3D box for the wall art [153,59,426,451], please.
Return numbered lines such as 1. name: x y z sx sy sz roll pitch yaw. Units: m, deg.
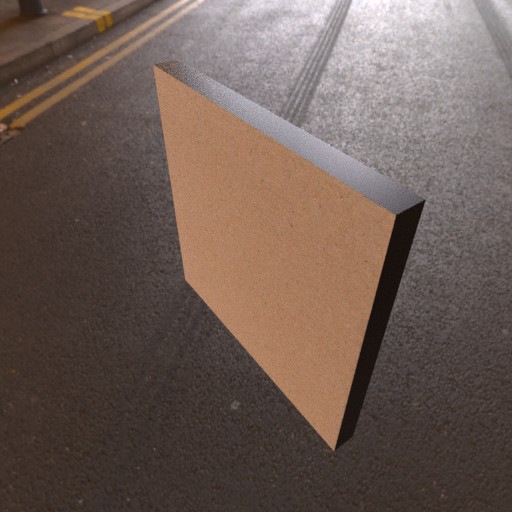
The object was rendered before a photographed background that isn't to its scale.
1. wall art: 0.000 0.000 0.480 0.029 0.318 0.327 -26 48 -26
